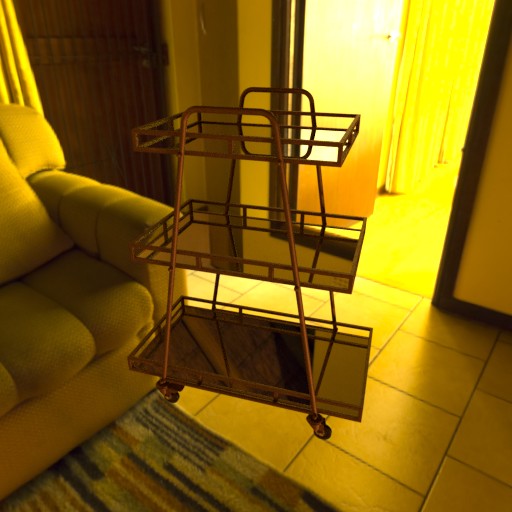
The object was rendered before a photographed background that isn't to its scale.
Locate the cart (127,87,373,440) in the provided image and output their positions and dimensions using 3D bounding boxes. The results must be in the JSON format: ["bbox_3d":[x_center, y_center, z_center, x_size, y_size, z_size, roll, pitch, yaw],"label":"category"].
[{"bbox_3d":[0.000,0.000,1.291,0.711,0.883,0.441,8,28,15],"label":"cart"}]
